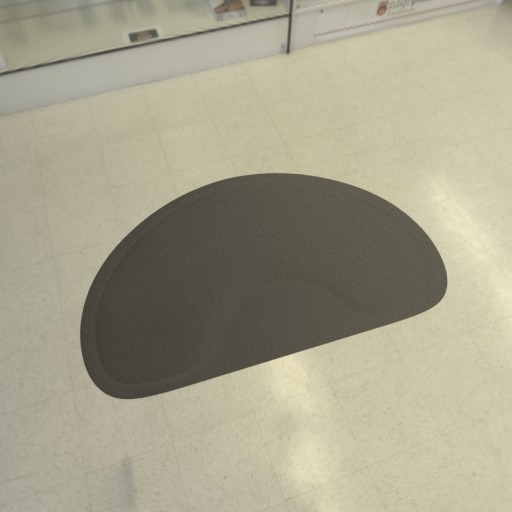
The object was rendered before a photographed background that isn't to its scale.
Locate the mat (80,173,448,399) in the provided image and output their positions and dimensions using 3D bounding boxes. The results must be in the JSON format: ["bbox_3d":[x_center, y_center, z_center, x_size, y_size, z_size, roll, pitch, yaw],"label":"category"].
[{"bbox_3d":[0.000,0.000,1.909,1.524,0.013,0.913,-15,60,-9],"label":"mat"}]
